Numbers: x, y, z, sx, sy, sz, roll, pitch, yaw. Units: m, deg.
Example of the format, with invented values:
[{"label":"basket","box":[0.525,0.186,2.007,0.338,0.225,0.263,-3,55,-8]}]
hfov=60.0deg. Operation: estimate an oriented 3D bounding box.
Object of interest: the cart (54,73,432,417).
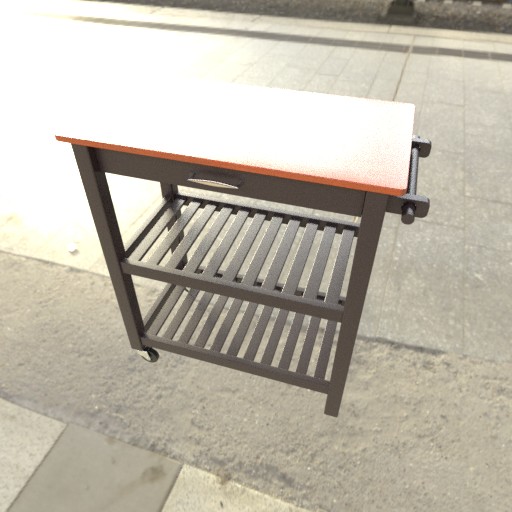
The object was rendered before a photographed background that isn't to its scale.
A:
[{"label":"cart","box":[0.000,0.000,1.444,0.899,0.927,0.457,12,42,13]}]
